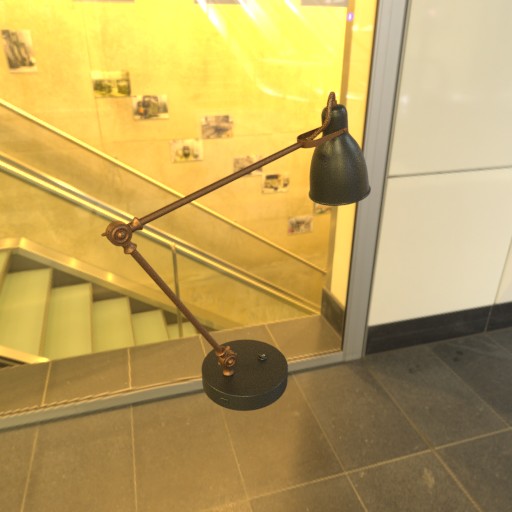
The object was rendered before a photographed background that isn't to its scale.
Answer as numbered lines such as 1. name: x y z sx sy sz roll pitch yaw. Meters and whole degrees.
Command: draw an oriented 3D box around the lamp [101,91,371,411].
1. lamp: 0.000 0.000 0.863 0.561 0.587 0.187 -17 31 -32
